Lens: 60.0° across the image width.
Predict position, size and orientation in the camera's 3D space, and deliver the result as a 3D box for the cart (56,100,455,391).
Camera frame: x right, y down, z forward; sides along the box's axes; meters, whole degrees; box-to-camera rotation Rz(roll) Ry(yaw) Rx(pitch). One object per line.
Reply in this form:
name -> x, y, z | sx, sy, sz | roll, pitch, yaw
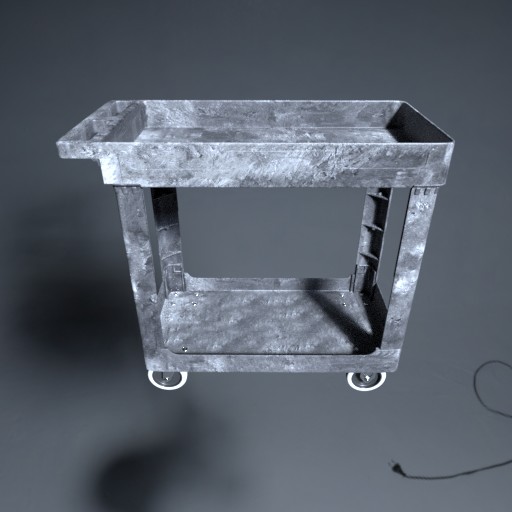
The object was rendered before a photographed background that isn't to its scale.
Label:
cart -> 0.000, 0.000, 1.345 | 0.877, 0.824, 0.420 | 0, 31, 0
